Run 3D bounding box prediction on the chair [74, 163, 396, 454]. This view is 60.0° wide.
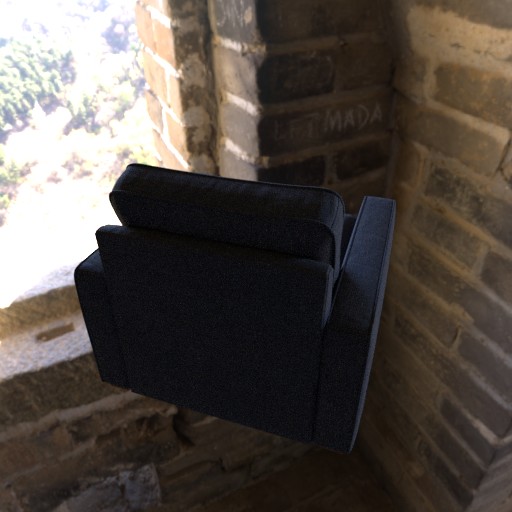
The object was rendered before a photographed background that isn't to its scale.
[{"bbox_3d":[0.000,0.000,1.765,1.017,0.919,0.940,11,34,16],"label":"chair"}]
